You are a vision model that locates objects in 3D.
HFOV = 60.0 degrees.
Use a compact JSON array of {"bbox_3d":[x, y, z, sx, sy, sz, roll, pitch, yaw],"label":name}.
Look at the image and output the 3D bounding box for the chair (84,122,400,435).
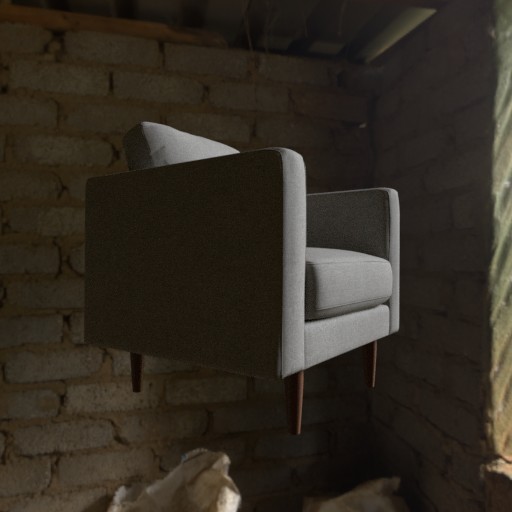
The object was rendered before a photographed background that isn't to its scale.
[{"bbox_3d":[0.000,0.000,1.552,0.800,0.927,0.855,0,-1,36],"label":"chair"}]
